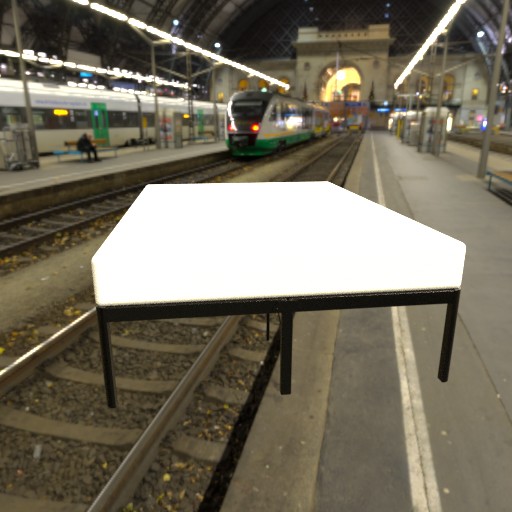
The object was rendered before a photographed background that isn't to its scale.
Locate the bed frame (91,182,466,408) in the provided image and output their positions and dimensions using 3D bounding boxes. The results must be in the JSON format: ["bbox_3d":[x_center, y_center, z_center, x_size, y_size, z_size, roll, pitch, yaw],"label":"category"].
[{"bbox_3d":[0.000,0.000,2.826,1.557,0.659,2.072,-2,17,-7],"label":"bed frame"}]
